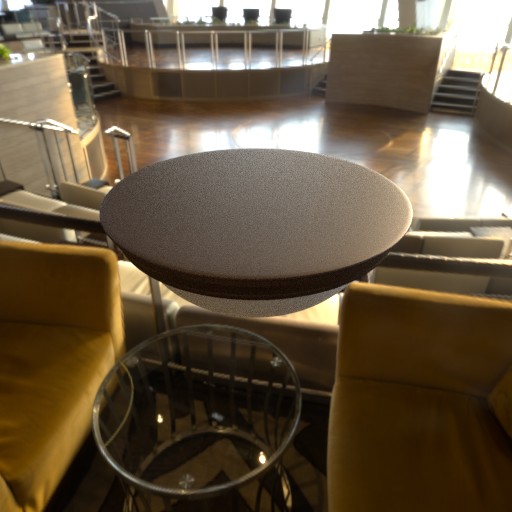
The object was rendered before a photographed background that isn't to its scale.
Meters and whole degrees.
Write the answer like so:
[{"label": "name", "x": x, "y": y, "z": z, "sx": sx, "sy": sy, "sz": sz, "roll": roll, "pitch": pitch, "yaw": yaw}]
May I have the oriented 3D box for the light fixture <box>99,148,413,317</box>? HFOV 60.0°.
[{"label": "light fixture", "x": 0.000, "y": 0.000, "z": 0.448, "sx": 0.280, "sy": 0.135, "sz": 0.280, "roll": 0, "pitch": 31, "yaw": 0}]
